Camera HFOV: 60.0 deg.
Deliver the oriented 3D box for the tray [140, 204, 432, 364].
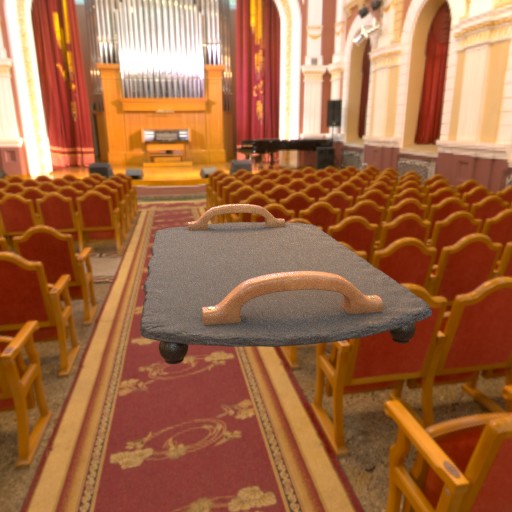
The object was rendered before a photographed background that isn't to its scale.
[{"bbox_3d":[0.000,0.000,0.480,0.231,0.062,0.387,-3,16,-10],"label":"tray"}]
